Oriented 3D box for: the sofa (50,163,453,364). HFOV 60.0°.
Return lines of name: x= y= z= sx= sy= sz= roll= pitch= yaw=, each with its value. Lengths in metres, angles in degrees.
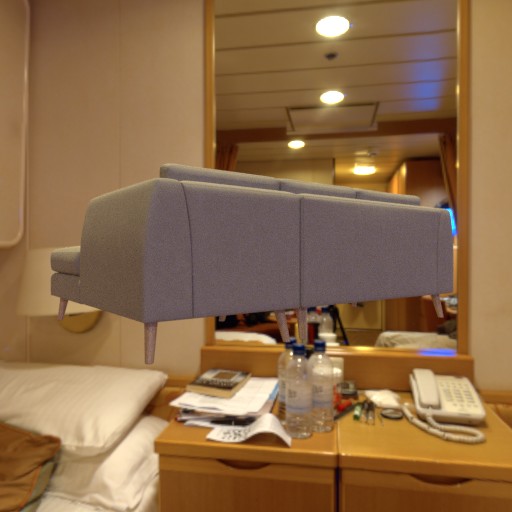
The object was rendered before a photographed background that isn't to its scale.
sofa: x=0.000 y=0.000 z=3.027 sx=2.300 sy=0.860 sz=1.580 roll=0 pitch=0 yaw=-37
